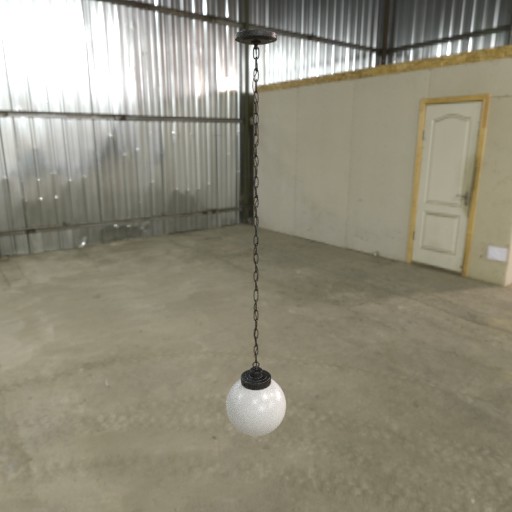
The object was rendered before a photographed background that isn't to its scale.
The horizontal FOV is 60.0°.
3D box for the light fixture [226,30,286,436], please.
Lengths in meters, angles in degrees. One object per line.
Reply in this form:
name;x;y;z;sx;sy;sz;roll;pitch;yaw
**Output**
light fixture;0.000;0.000;2.048;0.305;1.867;0.304;-2;15;-7
